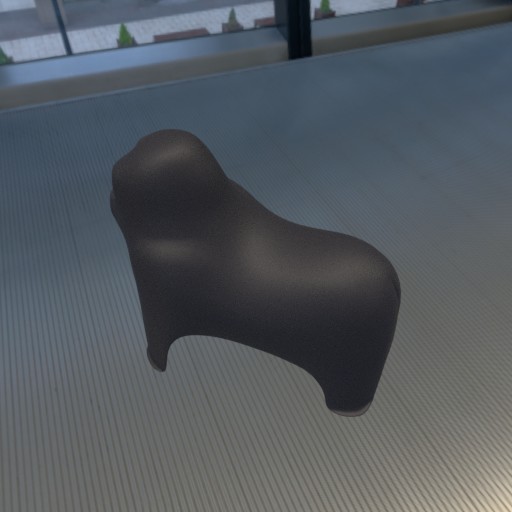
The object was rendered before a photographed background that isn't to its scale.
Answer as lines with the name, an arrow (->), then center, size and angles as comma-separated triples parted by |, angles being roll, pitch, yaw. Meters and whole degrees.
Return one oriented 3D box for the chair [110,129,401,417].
chair -> 0.000, 0.000, 1.131 | 0.758, 0.600, 0.490 | 15, 48, 14
